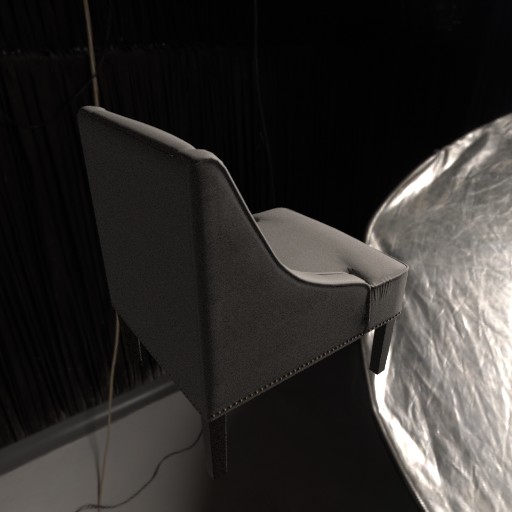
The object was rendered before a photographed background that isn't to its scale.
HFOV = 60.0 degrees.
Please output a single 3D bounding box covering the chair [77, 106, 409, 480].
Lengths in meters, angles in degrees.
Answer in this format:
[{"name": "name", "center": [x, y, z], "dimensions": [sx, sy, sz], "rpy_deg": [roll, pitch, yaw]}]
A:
[{"name": "chair", "center": [0.000, 0.000, 1.353], "dimensions": [0.747, 0.867, 0.631], "rpy_deg": [-19, 34, -32]}]
